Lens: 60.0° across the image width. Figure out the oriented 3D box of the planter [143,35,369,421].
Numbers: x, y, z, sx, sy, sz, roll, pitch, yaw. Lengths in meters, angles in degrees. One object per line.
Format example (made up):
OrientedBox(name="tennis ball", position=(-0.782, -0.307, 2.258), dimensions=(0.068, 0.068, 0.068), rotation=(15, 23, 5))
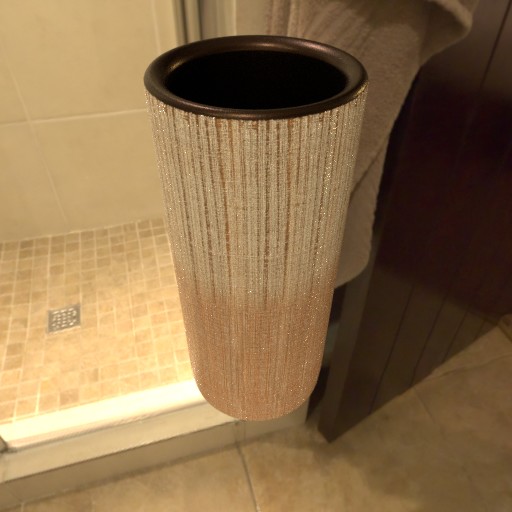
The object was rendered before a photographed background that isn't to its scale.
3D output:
OrientedBox(name="planter", position=(0.000, 0.000, 0.273), dimensions=(0.100, 0.227, 0.100), rotation=(27, 48, 27))
